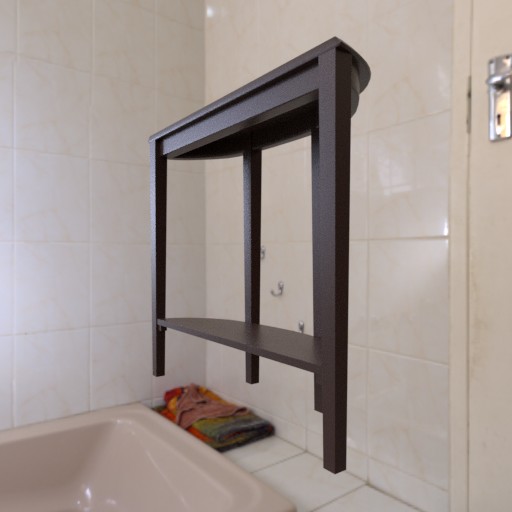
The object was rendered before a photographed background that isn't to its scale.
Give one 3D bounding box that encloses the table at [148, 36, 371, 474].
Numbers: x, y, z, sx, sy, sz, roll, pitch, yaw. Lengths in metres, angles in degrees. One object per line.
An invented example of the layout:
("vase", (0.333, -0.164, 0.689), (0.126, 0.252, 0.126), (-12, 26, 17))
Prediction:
("table", (0.000, 0.000, 1.269), (0.274, 0.831, 0.909), (0, 0, -36))
